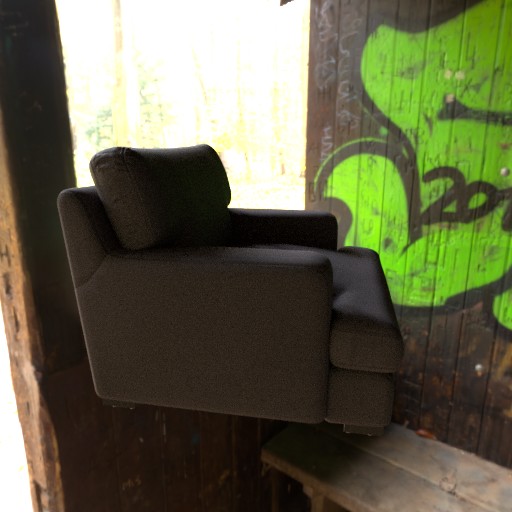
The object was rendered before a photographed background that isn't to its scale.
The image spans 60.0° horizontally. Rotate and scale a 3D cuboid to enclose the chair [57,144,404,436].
[{"bbox_3d":[0.000,0.000,1.936,1.143,0.940,1.168,3,15,11],"label":"chair"}]
